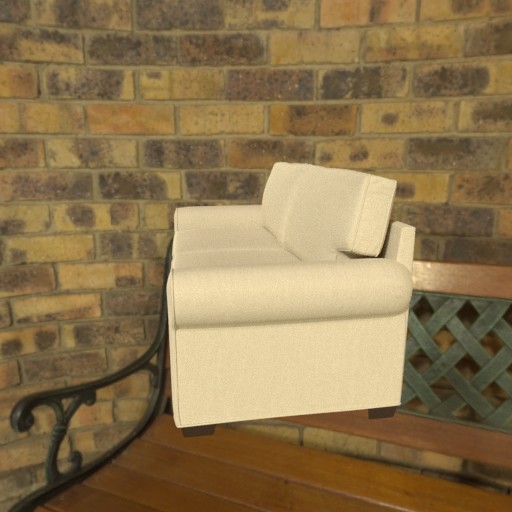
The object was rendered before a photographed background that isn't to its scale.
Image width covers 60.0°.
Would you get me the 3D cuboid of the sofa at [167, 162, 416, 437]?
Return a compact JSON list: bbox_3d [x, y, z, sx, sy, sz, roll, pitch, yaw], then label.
[{"bbox_3d":[0.000,0.000,2.298,0.861,0.933,1.774,-2,14,-9],"label":"sofa"}]
